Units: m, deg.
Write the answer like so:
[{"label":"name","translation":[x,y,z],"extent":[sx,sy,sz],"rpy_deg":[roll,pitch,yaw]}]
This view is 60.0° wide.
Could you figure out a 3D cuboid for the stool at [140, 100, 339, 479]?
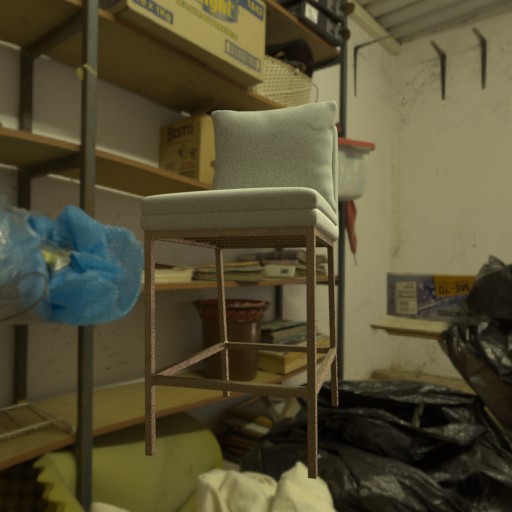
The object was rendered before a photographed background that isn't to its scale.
[{"label":"stool","translation":[0.000,0.000,1.340],"extent":[0.463,1.032,0.572],"rpy_deg":[0,0,17]}]
